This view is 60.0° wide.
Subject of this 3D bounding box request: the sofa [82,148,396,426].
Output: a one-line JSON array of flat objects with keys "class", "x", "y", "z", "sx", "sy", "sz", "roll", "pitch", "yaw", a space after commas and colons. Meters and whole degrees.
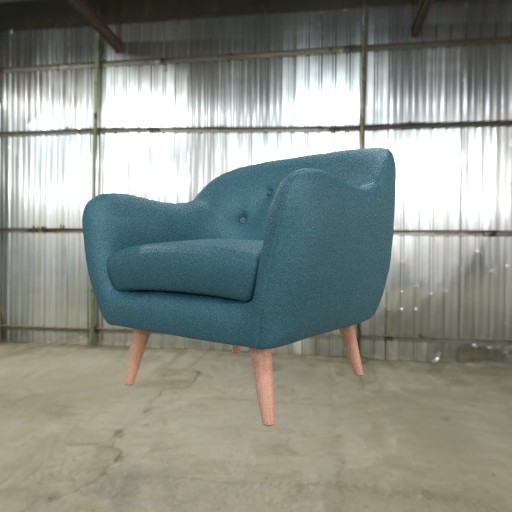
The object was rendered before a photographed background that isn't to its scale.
[{"class": "sofa", "x": 0.000, "y": 0.000, "z": 1.504, "sx": 0.836, "sy": 0.817, "sz": 0.825, "roll": 1, "pitch": 1, "yaw": 37}]
